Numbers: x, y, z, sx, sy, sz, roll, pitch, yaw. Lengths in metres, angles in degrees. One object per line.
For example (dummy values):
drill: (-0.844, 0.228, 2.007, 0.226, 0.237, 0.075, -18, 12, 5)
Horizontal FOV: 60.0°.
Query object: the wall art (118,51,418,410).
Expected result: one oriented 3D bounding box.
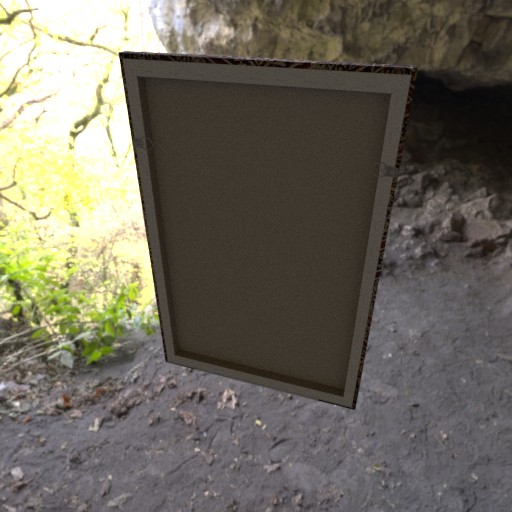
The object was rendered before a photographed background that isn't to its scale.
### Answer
wall art: (0.000, 0.000, 0.729, 0.397, 0.599, 0.020, 10, 34, 15)
